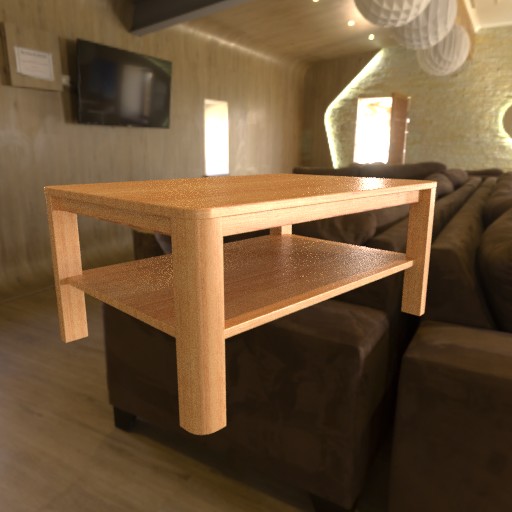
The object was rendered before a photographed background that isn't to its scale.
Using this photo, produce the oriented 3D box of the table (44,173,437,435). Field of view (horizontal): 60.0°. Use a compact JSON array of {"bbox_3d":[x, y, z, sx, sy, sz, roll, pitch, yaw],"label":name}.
[{"bbox_3d":[0.000,0.000,1.378,0.997,0.445,0.696,-13,19,-43],"label":"table"}]
